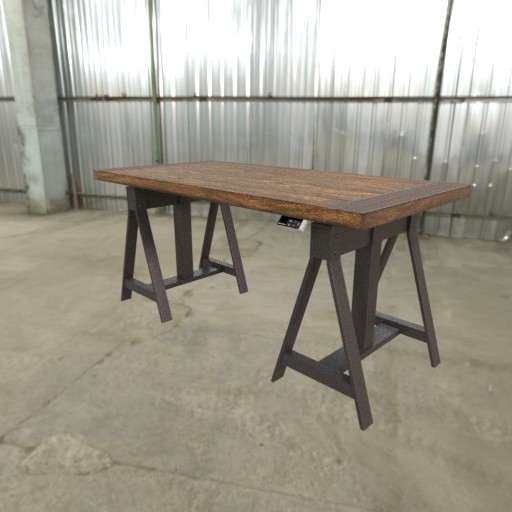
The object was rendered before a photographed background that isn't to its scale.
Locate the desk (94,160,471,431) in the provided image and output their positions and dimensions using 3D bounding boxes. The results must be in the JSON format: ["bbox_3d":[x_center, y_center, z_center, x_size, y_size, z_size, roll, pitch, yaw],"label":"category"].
[{"bbox_3d":[0.000,0.000,2.036,1.543,0.725,0.784,16,23,42],"label":"desk"}]
